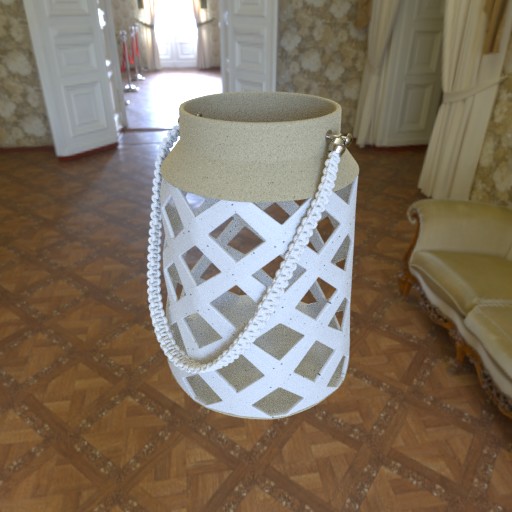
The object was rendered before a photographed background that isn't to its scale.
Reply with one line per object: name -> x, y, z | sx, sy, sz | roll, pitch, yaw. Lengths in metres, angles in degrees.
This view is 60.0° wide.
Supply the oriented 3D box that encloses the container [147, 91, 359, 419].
container -> 0.000, 0.000, 0.350 | 0.163, 0.229, 0.172 | 19, 35, 30
